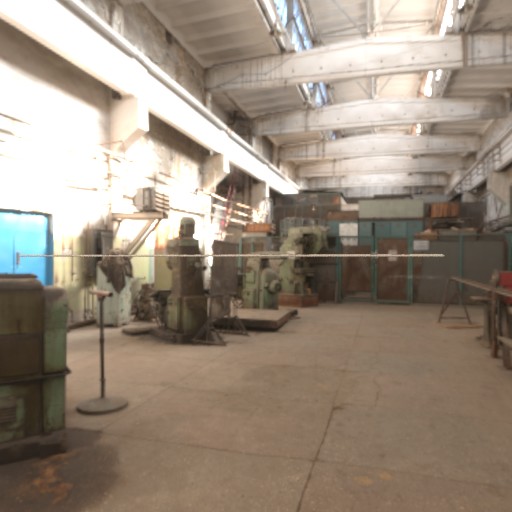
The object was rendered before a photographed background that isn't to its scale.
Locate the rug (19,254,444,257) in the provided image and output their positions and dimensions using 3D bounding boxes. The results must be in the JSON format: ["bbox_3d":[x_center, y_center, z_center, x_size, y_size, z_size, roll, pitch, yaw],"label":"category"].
[{"bbox_3d":[0.000,0.000,4.075,3.040,0.014,2.423,0,0,19],"label":"rug"}]
